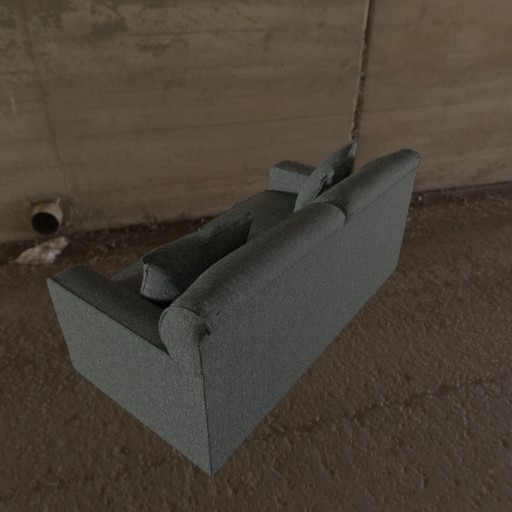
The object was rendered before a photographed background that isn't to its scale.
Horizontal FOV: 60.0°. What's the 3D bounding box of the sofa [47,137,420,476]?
[{"bbox_3d":[0.000,0.000,2.391,0.998,0.958,1.846,22,39,31],"label":"sofa"}]
